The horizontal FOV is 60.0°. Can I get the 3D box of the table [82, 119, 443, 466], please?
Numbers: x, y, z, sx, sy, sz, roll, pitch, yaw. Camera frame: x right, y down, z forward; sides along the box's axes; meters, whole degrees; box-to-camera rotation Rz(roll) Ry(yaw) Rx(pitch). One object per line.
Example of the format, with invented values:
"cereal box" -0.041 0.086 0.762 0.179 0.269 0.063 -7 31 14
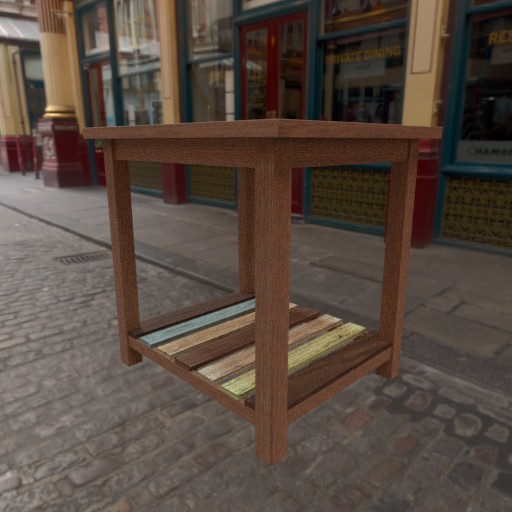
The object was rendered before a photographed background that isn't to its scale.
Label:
"table" 0.000 0.000 1.141 0.559 0.635 0.660 -14 20 -43
